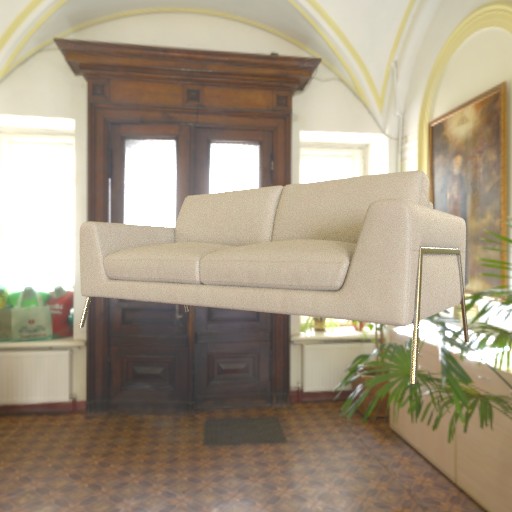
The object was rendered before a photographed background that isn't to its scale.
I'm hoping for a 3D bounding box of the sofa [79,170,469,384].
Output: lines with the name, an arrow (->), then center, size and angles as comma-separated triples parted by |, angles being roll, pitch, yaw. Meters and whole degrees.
sofa -> 0.000, 0.000, 2.483 | 2.017, 0.875, 0.953 | 0, 0, 36
